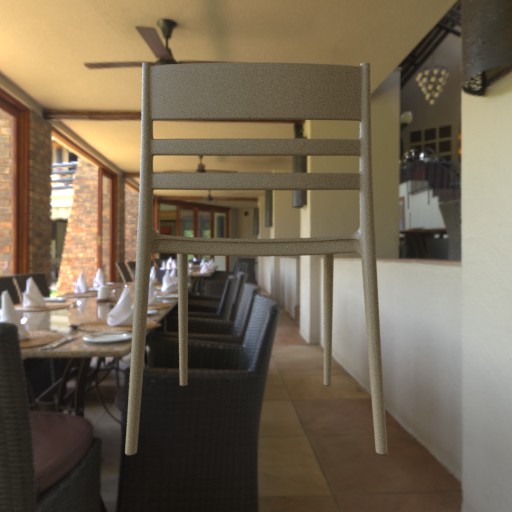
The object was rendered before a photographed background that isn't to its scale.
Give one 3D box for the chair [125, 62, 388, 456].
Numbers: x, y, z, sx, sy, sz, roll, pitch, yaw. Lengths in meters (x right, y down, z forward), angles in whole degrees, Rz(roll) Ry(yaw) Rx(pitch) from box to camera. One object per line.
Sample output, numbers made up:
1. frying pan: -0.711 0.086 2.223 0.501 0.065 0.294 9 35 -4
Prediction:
1. chair: 0.000 0.000 1.126 0.531 0.800 0.511 0 0 0
